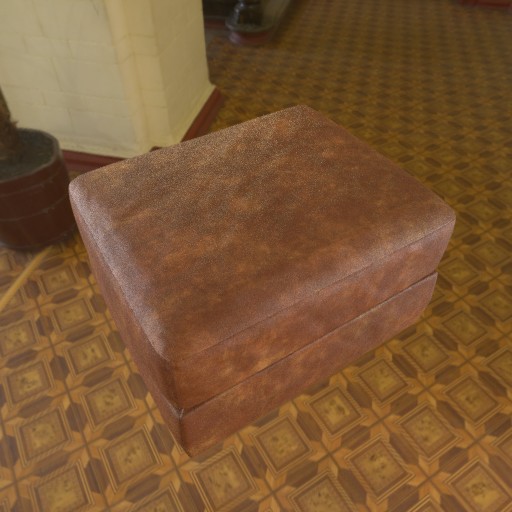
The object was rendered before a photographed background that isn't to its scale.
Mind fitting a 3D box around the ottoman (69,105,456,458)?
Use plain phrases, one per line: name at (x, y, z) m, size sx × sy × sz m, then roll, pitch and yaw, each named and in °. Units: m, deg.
ottoman at (0.000, 0.000, 1.140) m, size 0.751 × 0.476 × 0.603 m, roll -24°, pitch 51°, yaw -21°
